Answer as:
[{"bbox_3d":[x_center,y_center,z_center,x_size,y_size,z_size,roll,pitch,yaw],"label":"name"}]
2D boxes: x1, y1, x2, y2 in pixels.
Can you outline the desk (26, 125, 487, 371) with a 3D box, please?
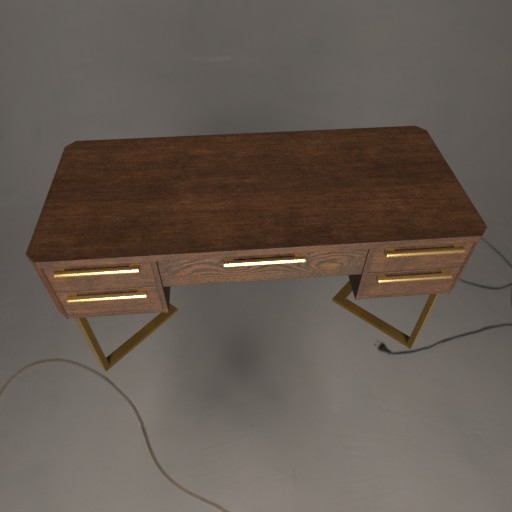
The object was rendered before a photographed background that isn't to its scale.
[{"bbox_3d":[0.000,0.000,1.884,1.479,0.762,0.684,-3,48,-3],"label":"desk"}]
